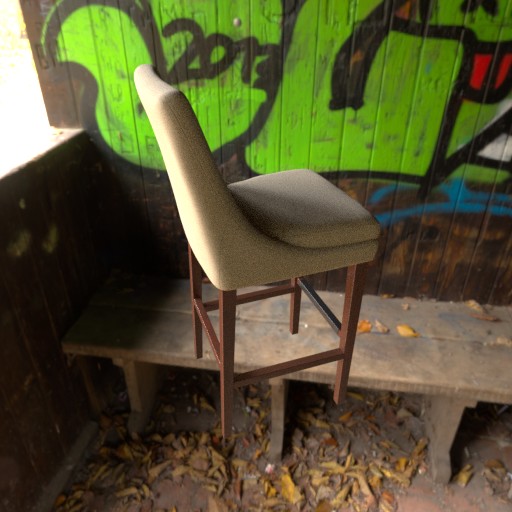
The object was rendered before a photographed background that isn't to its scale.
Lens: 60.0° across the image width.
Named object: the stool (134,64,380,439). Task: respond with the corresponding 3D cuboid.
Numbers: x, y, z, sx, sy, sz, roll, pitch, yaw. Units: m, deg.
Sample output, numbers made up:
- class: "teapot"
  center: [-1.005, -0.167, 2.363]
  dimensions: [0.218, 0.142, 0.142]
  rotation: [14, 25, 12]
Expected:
- class: "stool"
  center: [0.000, 0.000, 1.375]
  dimensions: [0.577, 1.078, 0.470]
  rotation: [-11, 33, -17]
